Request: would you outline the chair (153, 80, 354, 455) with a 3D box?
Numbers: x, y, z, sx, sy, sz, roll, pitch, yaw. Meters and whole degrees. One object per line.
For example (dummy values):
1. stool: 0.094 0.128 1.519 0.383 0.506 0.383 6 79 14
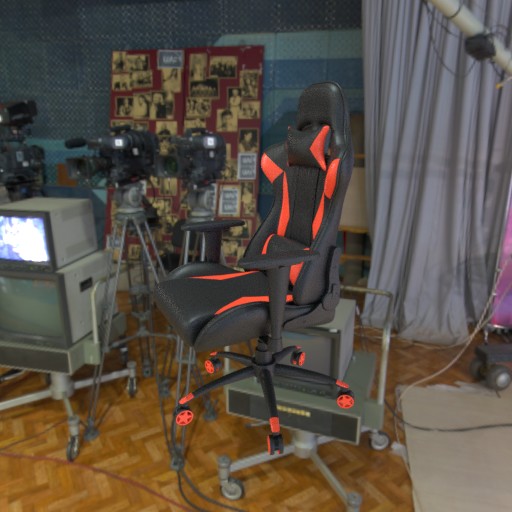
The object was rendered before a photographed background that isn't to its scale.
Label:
1. chair: 0.000 0.000 1.711 0.730 1.282 0.695 -7 17 -25
